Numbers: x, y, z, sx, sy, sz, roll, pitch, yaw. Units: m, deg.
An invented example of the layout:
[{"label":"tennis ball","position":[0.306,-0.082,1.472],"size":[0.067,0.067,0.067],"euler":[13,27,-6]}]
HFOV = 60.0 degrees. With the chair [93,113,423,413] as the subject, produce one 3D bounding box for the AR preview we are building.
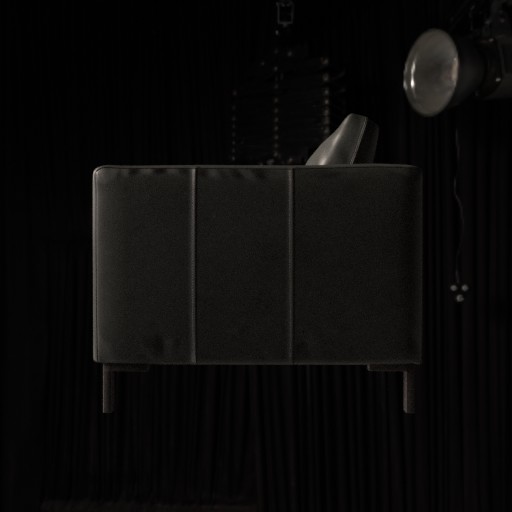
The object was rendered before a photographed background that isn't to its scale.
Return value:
[{"label":"chair","position":[0.000,0.000,1.511],"size":[0.861,0.824,0.967],"euler":[0,0,0]}]
